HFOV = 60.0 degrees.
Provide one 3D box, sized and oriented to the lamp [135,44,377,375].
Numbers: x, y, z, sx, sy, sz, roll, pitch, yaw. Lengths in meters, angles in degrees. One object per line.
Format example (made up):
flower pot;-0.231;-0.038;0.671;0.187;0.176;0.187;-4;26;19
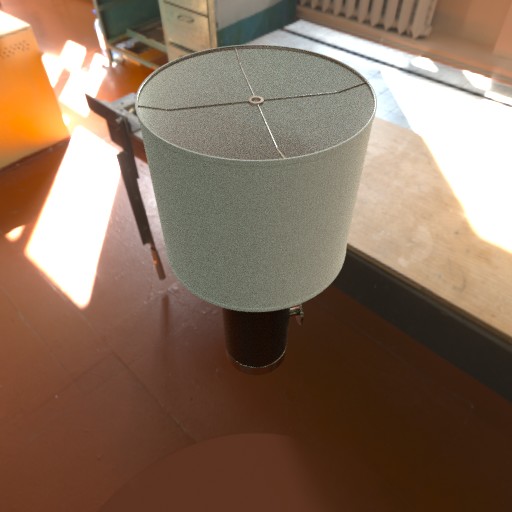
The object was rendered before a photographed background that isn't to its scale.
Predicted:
lamp;0.000;0.000;0.622;0.240;0.482;0.241;-9;47;-8
